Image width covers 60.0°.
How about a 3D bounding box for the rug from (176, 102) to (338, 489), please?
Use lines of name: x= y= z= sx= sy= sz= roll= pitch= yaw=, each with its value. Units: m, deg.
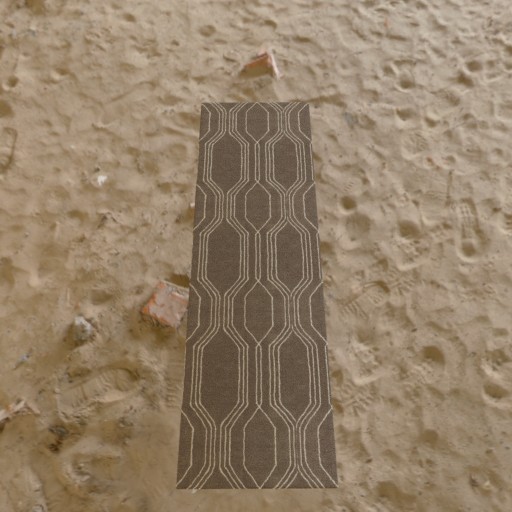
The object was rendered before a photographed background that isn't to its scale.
rug: x=0.000 y=0.000 z=2.649 sx=0.773 sy=0.012 sz=2.464 roll=0 pitch=64 yaw=0
